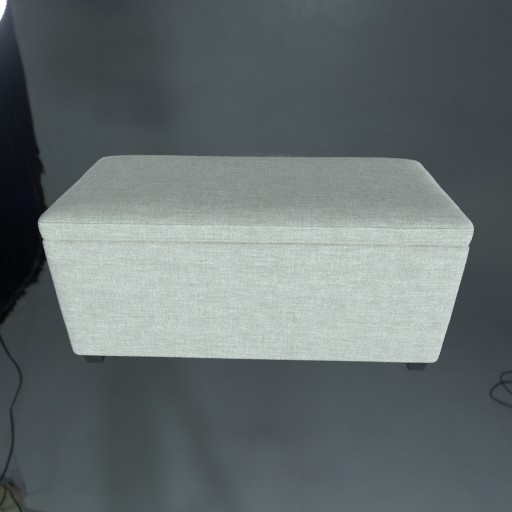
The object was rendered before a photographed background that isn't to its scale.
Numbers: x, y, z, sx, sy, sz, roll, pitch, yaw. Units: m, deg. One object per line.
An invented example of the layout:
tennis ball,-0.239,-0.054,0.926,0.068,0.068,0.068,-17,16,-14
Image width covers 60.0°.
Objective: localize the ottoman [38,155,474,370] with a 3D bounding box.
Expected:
ottoman,0.000,0.000,1.147,0.902,0.432,0.419,1,31,2
